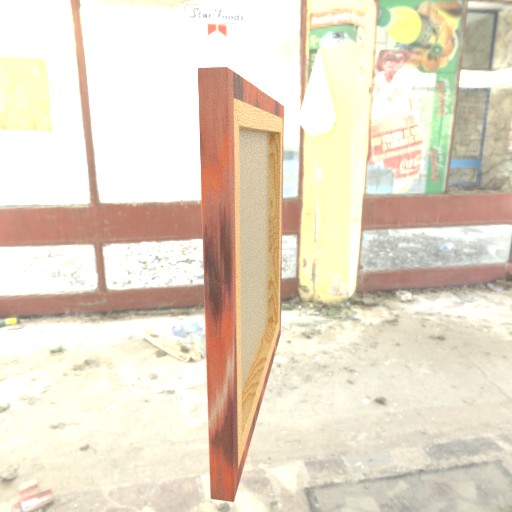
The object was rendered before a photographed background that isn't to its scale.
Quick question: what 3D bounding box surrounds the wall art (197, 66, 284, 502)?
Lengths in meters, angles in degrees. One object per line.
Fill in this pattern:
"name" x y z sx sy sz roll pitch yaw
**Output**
"wall art" 0.000 0.000 0.878 0.037 0.609 0.603 2 15 9
